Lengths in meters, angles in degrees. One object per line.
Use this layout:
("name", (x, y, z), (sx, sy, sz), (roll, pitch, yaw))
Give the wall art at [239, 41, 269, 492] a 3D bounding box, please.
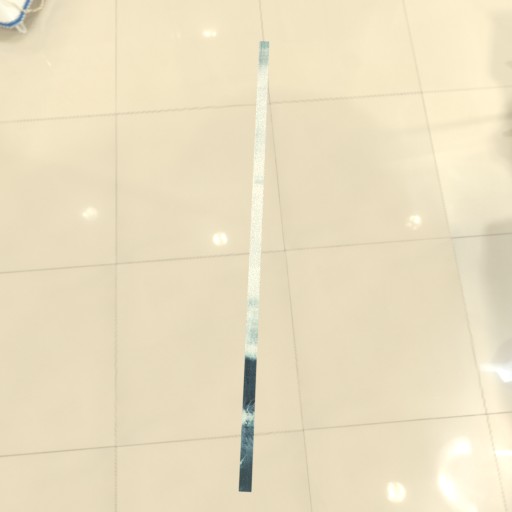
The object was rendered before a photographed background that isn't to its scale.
("wall art", (0.000, 0.000, 1.701), (0.037, 0.509, 1.524), (2, 75, 1))
